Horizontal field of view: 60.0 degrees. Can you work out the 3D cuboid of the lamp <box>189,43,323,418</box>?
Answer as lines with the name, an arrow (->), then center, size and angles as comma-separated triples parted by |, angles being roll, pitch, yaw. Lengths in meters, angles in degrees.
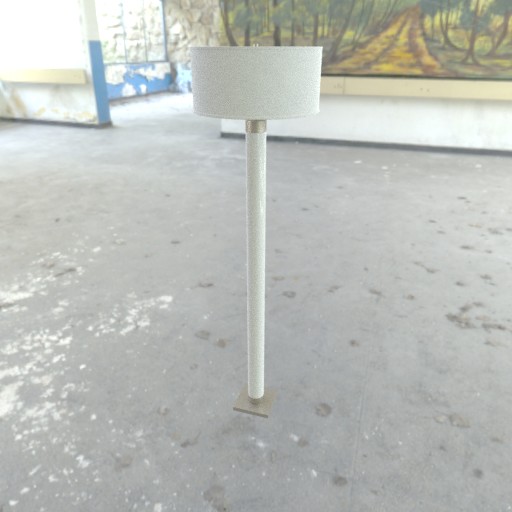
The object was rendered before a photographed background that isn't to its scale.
lamp -> 0.000, 0.000, 1.708 | 0.420, 1.475, 0.420 | 8, 26, 16
